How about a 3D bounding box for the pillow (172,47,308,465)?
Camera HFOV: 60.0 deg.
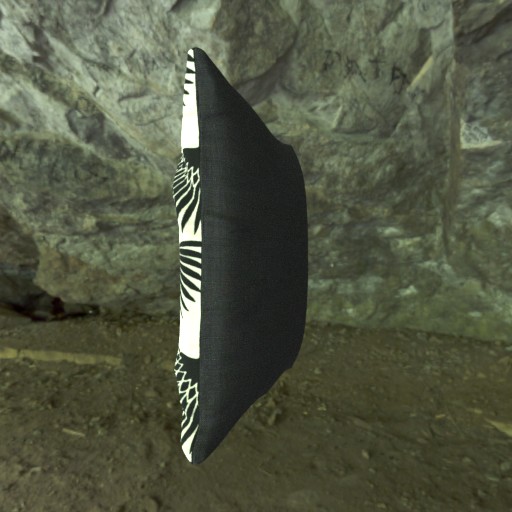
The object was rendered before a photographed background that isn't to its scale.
[{"bbox_3d":[0.000,0.000,0.661,0.139,0.432,0.432,0,0,17],"label":"pillow"}]
